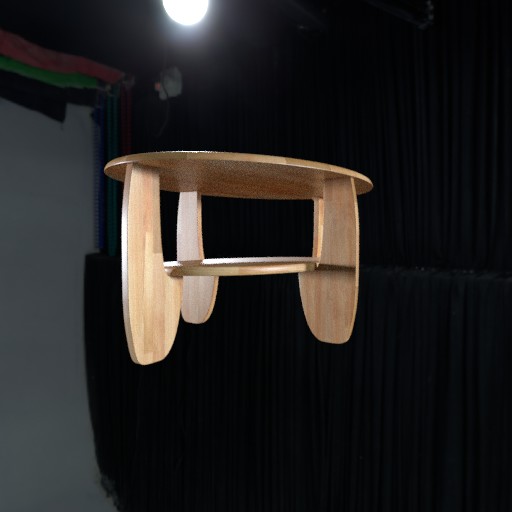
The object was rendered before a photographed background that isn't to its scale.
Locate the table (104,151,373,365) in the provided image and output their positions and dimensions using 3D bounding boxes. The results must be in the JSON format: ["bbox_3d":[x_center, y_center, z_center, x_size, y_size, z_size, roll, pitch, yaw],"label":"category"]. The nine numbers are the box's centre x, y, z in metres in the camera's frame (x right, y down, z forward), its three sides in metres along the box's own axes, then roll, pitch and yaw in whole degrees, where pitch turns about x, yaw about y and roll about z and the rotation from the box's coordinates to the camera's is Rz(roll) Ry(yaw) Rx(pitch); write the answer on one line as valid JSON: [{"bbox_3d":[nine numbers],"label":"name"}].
[{"bbox_3d":[0.000,0.000,1.432,0.690,0.490,1.040,1,2,35],"label":"table"}]
